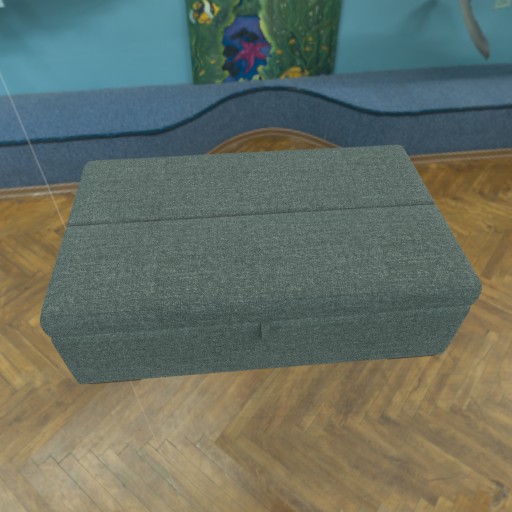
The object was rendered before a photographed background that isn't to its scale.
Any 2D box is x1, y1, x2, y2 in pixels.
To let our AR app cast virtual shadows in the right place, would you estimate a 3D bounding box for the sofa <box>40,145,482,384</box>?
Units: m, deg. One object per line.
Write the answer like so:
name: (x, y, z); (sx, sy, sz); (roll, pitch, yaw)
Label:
sofa: (0.000, 0.000, 1.561); (1.198, 0.417, 0.782); (-4, 47, -4)
